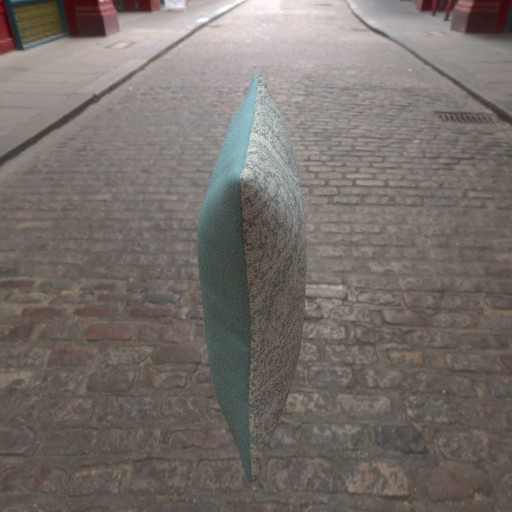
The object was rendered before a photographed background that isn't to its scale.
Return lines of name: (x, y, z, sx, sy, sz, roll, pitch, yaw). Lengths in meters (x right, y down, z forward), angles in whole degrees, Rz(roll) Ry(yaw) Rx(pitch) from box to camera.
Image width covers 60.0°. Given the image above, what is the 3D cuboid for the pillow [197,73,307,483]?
pillow: (0.000, 0.000, 0.773, 0.166, 0.507, 0.526, 1, 32, 2)
